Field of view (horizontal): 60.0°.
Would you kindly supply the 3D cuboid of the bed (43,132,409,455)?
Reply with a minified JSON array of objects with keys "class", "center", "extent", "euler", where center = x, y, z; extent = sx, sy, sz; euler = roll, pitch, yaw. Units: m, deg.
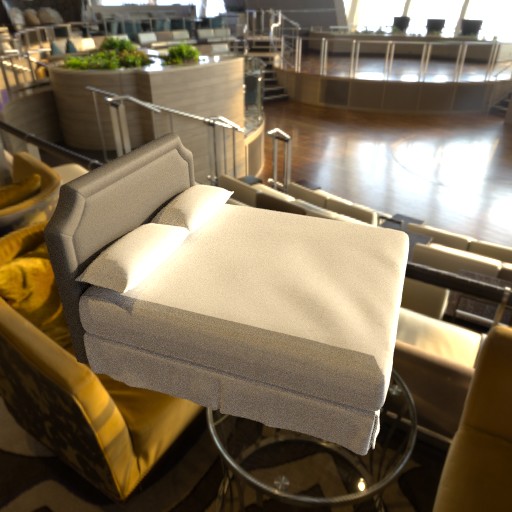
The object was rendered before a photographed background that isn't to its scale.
[{"class":"bed","center":[0.000,0.000,3.904],"extent":[2.536,1.561,2.194],"euler":[11,32,17]}]
